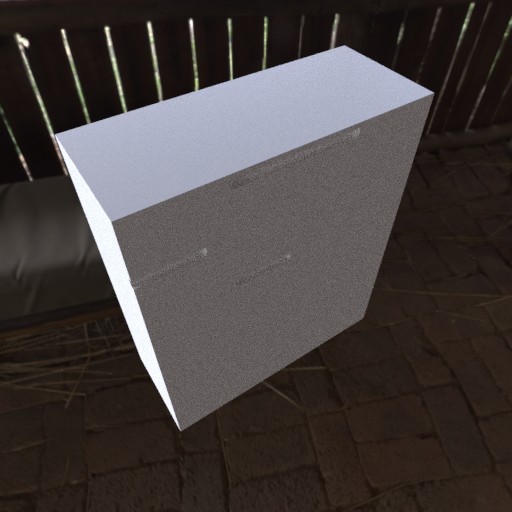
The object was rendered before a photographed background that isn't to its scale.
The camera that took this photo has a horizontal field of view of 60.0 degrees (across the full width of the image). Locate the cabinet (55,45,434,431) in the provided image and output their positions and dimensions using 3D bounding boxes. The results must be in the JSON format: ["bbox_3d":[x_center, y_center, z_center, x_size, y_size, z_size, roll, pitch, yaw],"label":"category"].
[{"bbox_3d":[0.000,0.000,1.675,1.000,1.190,0.400,-26,53,-22],"label":"cabinet"}]
